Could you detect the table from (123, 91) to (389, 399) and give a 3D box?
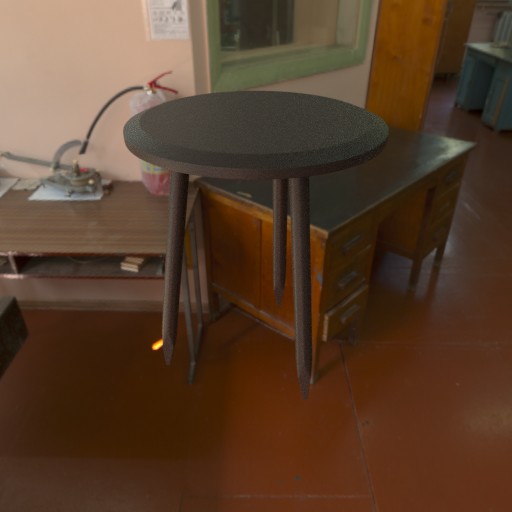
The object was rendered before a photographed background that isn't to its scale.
[{"bbox_3d":[0.000,0.000,0.937,0.457,0.585,0.457,0,32,0],"label":"table"}]
